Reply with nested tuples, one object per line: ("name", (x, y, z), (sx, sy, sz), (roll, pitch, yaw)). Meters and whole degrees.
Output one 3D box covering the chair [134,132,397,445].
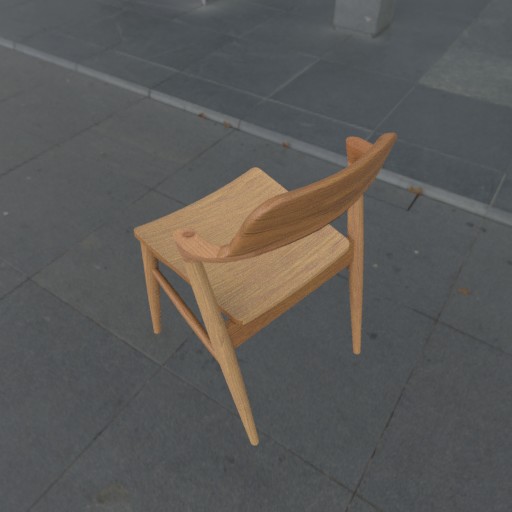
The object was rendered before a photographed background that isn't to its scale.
("chair", (0.000, 0.000, 1.140), (0.512, 0.792, 0.499), (-32, 54, -27))
